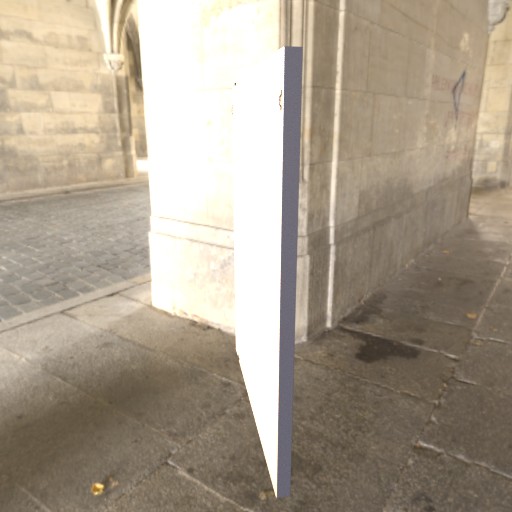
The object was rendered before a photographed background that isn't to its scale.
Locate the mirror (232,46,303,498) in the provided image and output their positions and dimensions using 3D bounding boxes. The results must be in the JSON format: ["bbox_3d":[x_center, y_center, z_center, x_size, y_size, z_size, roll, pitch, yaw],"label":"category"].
[{"bbox_3d":[0.000,0.000,1.306,0.040,1.016,0.762,-3,17,-10],"label":"mirror"}]
